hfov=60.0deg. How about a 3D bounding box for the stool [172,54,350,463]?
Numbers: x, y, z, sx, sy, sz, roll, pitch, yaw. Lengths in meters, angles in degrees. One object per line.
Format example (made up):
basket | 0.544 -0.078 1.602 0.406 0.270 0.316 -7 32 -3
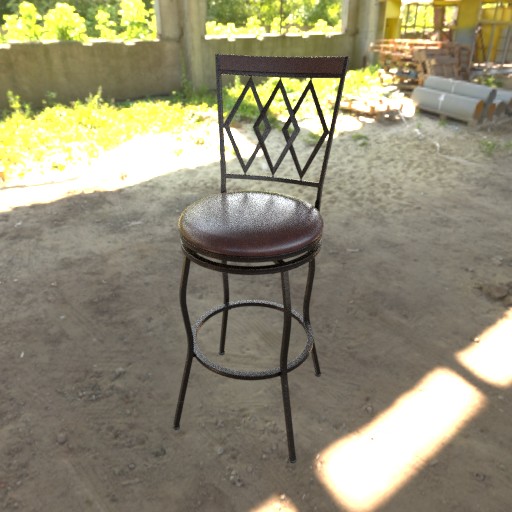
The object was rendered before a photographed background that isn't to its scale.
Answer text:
stool | 0.000 0.000 1.397 0.432 1.134 0.521 9 29 16
